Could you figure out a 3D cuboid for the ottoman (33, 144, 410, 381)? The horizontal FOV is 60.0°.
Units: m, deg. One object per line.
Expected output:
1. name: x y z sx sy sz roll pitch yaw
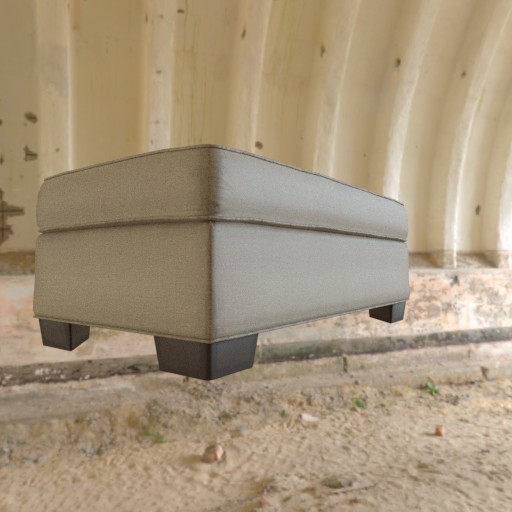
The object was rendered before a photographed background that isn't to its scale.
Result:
1. ottoman: 0.000 0.000 1.380 0.617 0.461 1.097 -1 -1 37
